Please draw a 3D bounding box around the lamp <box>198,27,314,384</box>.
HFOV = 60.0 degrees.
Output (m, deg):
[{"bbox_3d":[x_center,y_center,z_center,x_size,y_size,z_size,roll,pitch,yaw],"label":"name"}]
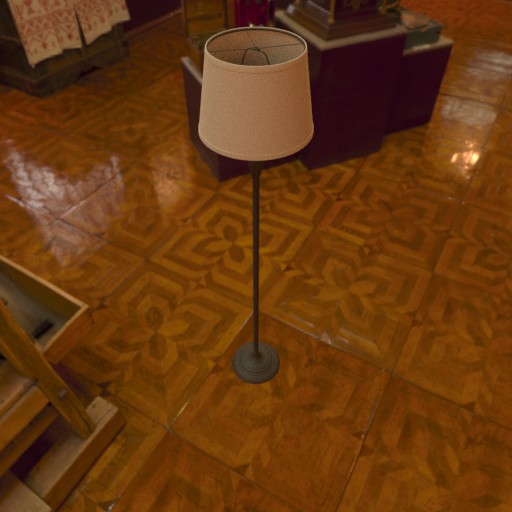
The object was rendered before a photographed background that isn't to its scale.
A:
[{"bbox_3d":[0.000,0.000,1.641,0.327,1.506,0.327,25,51,22],"label":"lamp"}]
